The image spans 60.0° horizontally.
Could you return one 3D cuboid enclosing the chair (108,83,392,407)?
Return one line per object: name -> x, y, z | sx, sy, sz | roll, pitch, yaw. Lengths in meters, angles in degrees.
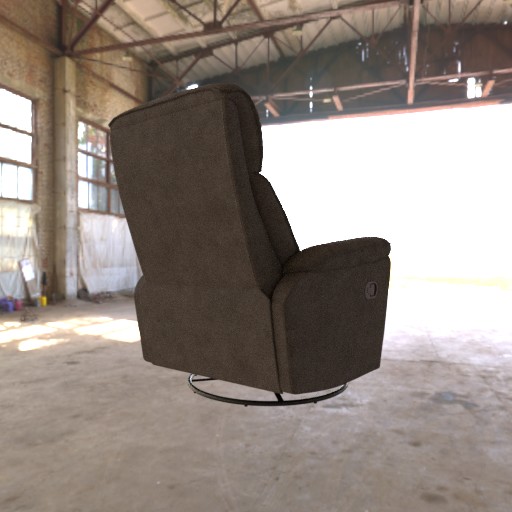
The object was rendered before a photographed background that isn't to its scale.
chair -> 0.000, 0.000, 1.774 | 0.830, 1.036, 1.009 | 0, 0, 37
